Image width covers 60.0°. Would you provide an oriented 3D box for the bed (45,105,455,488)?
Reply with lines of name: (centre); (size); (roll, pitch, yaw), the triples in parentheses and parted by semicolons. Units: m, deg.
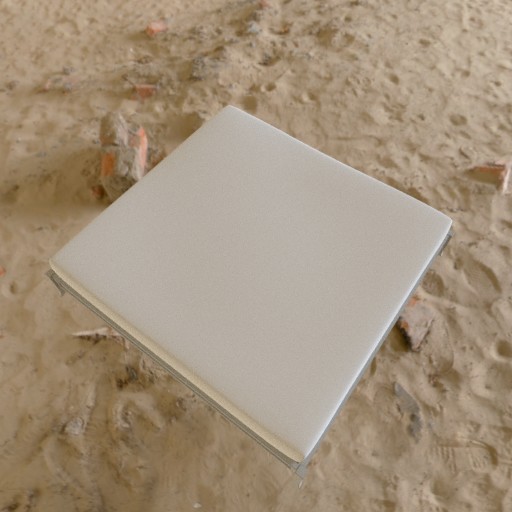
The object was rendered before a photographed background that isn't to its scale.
bed: (0.000, 0.000, 3.116); (2.108, 0.510, 2.007); (32, 63, 19)
